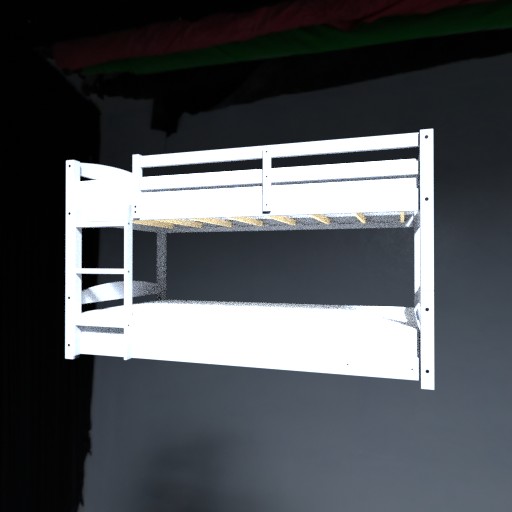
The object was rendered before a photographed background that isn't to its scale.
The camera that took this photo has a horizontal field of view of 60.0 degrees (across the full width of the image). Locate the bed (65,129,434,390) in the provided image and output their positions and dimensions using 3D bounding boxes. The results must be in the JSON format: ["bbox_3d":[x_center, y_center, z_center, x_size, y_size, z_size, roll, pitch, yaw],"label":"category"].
[{"bbox_3d":[0.000,0.000,2.782,2.013,1.206,1.105,0,-1,18],"label":"bed"}]
